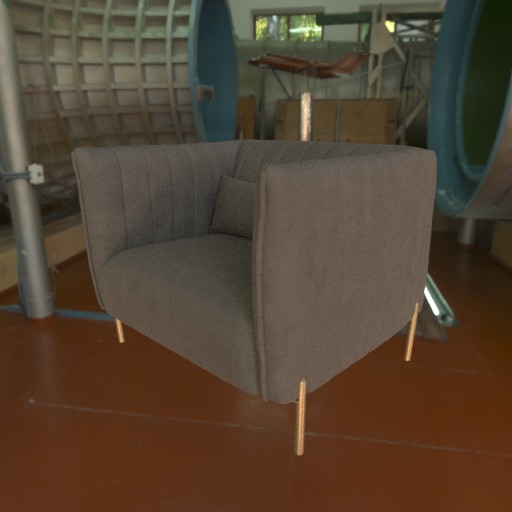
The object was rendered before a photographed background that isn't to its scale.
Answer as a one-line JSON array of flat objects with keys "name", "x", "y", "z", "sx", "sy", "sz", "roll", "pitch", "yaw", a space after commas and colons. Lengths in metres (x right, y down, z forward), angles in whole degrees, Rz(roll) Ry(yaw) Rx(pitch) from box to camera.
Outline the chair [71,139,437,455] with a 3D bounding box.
[{"name": "chair", "x": 0.000, "y": 0.000, "z": 1.596, "sx": 0.981, "sy": 0.779, "sz": 0.873, "roll": 16, "pitch": 23, "yaw": 41}]
